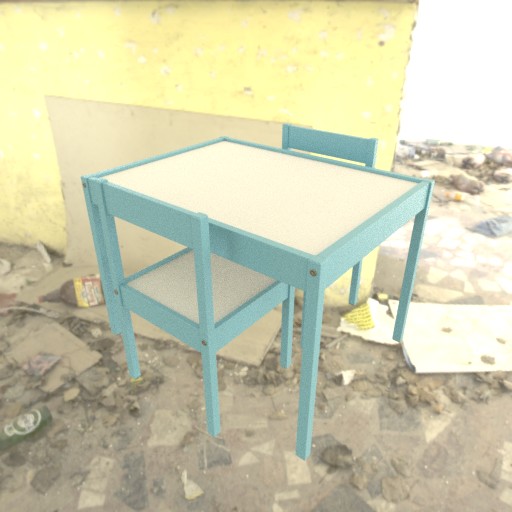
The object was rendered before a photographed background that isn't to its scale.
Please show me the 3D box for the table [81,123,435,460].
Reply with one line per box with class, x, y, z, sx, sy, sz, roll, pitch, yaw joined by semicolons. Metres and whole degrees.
table;0.000;0.000;1.098;0.639;0.503;0.633;21;35;33
